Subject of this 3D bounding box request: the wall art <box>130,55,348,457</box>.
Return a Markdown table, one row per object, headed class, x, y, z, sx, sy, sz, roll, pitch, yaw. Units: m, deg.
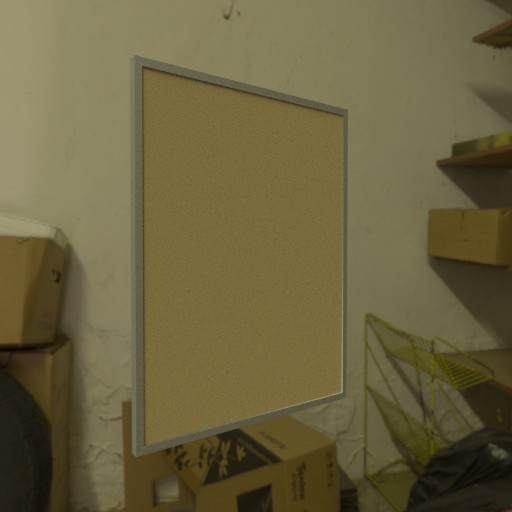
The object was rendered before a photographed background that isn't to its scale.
| class | x | y | z | sx | sy | sz | roll | pitch | yaw |
| --- | --- | --- | --- | --- | --- | --- | --- | --- | --- |
| wall art | 0.000 | 0.000 | 1.388 | 0.789 | 1.042 | 0.034 | -1 | 1 | -36 |
